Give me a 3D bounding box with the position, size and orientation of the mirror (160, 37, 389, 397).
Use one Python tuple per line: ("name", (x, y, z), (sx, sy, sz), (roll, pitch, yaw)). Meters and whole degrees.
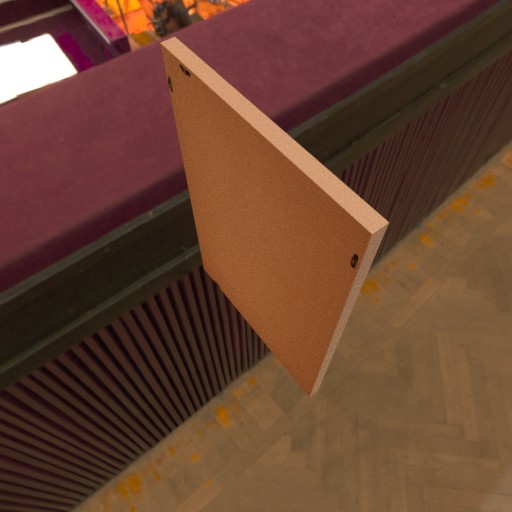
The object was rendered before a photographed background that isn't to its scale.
("mirror", (0.000, 0.000, 1.178), (0.041, 0.915, 0.609), (-33, 63, -19))
